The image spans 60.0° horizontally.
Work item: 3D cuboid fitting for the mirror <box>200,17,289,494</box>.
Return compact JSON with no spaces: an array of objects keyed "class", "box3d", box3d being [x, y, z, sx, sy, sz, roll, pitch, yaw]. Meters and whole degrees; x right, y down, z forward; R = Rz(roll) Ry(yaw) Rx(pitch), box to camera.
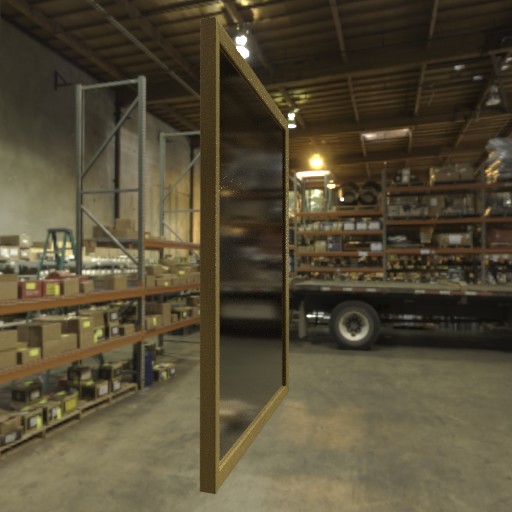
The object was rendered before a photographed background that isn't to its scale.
[{"class":"mirror","box3d":[0.000,0.000,1.314,0.040,1.016,0.762,0,-1,16]}]
